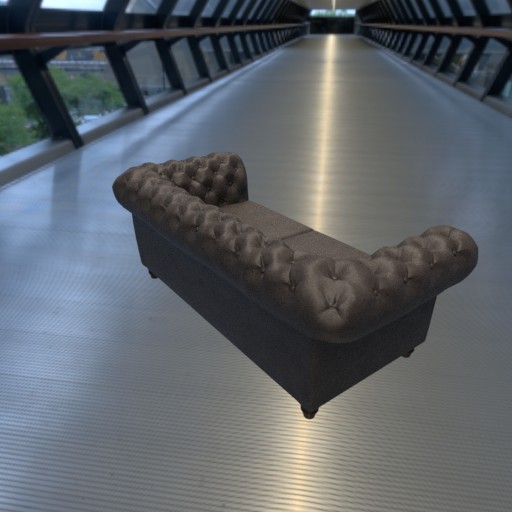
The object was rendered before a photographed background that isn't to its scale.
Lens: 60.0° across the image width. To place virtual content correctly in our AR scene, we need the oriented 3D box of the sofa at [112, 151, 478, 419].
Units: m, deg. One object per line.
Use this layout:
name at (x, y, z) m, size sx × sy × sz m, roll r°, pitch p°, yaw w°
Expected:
sofa at (0.000, 0.000, 2.526) m, size 0.944 × 0.779 × 2.048 m, roll -19°, pitch 32°, yaw -32°
